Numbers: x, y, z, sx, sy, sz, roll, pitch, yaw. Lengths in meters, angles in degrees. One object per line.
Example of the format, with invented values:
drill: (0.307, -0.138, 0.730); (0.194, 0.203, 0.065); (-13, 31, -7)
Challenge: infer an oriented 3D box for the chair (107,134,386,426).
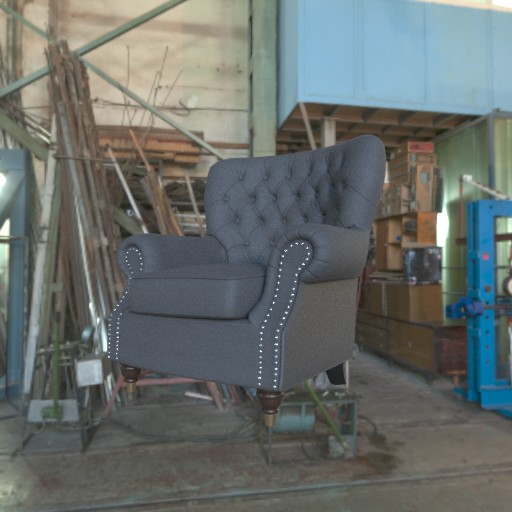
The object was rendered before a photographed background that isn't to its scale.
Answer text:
chair: (0.000, 0.000, 1.849); (0.983, 1.046, 0.983); (-1, -2, 34)
